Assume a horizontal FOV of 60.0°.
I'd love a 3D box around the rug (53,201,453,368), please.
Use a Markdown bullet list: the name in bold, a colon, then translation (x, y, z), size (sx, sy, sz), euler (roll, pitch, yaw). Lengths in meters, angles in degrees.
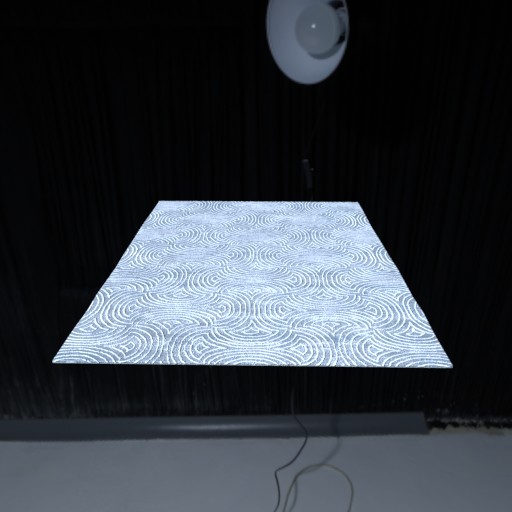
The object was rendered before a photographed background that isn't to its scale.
- **rug**: translation (0.000, 0.000, 4.064), size (2.456, 0.021, 3.042), euler (0, 26, 1)
